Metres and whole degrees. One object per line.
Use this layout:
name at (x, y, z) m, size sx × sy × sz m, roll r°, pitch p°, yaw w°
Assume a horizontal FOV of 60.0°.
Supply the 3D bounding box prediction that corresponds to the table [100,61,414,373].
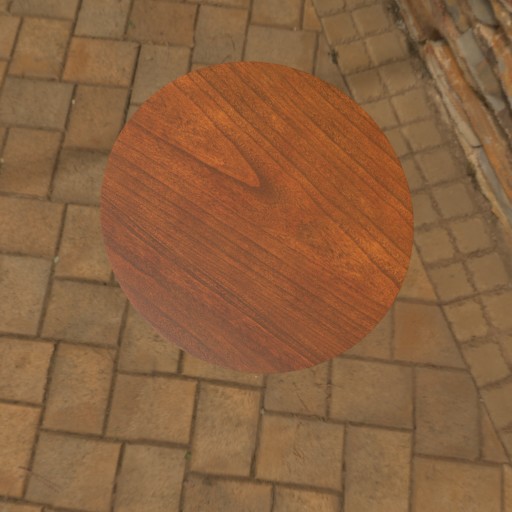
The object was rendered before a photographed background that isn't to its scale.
table at (0.000, 0.000, 1.104) m, size 0.530 × 0.706 × 0.577 m, roll -22°, pitch 76°, yaw -6°
